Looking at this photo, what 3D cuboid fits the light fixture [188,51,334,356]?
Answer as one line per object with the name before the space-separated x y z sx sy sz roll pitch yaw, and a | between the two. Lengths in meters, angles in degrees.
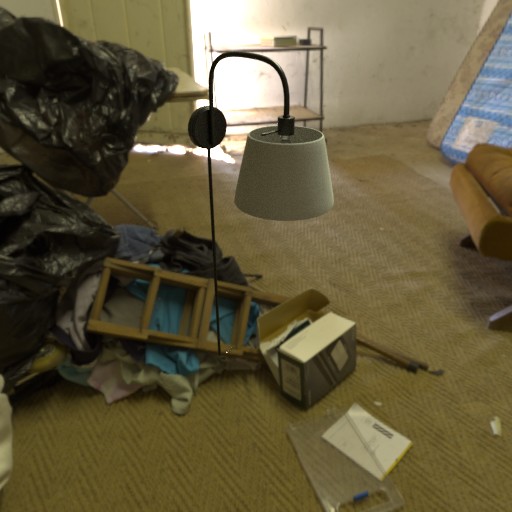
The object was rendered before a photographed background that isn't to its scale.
light fixture | 0.000 0.000 0.478 0.092 0.399 0.176 -21 35 -32
